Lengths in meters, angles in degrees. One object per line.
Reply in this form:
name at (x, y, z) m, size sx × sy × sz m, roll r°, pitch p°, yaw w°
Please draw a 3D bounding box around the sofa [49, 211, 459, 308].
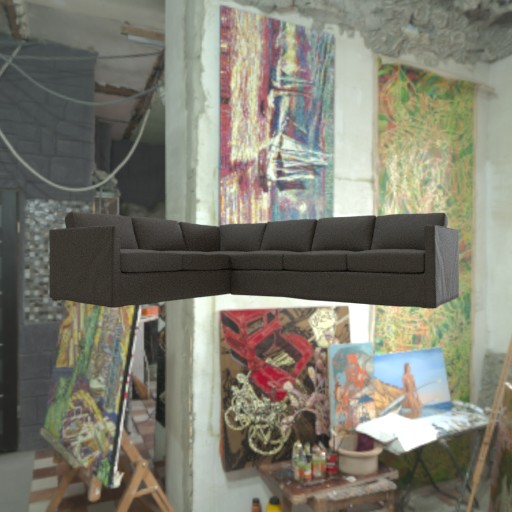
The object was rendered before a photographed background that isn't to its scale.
sofa at (0.000, 0.000, 4.292) m, size 3.182 × 0.871 × 2.432 m, roll 0°, pitch 0°, yaw 36°
